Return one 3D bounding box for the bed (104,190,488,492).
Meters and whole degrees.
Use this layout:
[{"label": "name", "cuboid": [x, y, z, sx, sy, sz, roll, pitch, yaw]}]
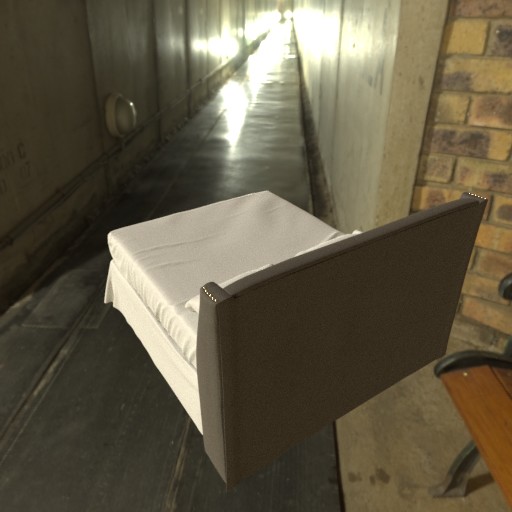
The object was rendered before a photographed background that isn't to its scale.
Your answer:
[{"label": "bed", "cuboid": [0.000, 0.000, 3.359, 1.925, 1.332, 2.276, -19, 35, -29]}]
